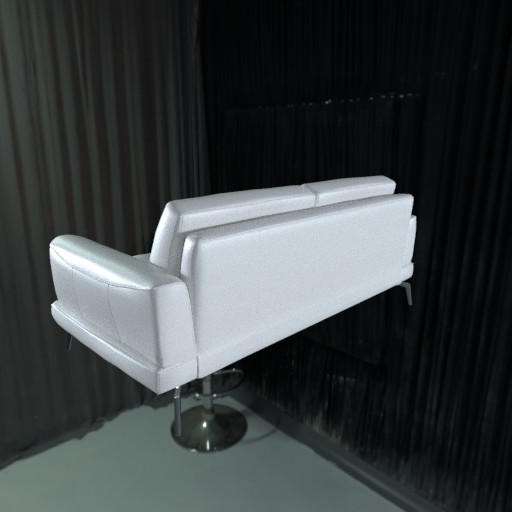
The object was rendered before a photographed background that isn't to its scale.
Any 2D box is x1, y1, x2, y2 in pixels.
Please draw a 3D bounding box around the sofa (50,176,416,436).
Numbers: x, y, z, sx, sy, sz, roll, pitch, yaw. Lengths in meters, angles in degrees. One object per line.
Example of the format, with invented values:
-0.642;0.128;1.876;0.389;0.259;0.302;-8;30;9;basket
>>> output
0.000;0.000;2.734;1.121;0.930;2.177;15;21;43;sofa
